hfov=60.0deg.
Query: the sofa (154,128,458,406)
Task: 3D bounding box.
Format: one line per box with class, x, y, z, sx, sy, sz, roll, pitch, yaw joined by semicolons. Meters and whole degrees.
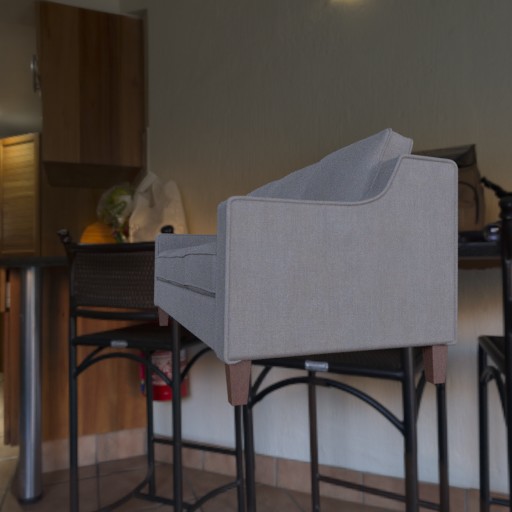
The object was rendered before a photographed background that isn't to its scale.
sofa;0.000;0.000;2.431;0.911;0.974;1.986;0;-1;-19
